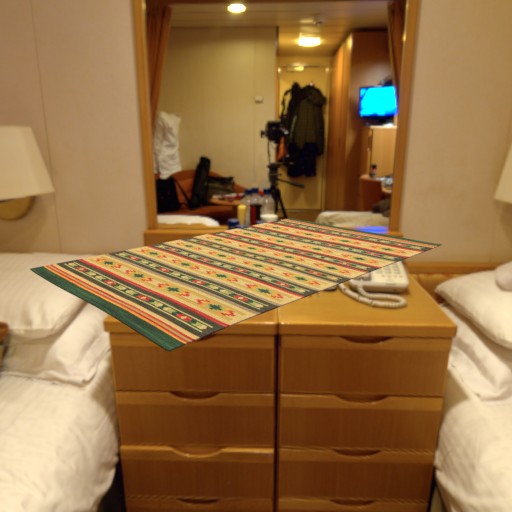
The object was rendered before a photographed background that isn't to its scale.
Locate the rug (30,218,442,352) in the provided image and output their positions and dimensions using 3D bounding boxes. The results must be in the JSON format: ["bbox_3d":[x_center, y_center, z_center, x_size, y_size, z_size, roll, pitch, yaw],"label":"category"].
[{"bbox_3d":[0.000,0.000,3.050,2.447,0.011,1.520,-15,21,-42],"label":"rug"}]
